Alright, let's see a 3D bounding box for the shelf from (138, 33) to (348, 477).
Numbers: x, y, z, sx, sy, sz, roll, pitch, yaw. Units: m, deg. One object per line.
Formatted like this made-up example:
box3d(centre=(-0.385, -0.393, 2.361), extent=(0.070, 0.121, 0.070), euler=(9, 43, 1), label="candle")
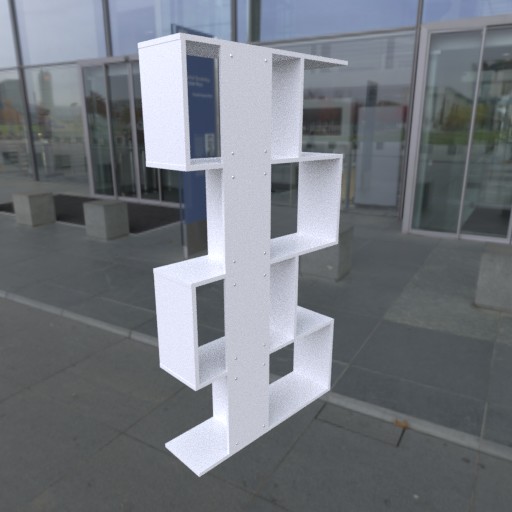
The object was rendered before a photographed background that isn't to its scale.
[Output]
box3d(centre=(0.000, 0.000, 1.963), extent=(0.890, 1.650, 0.250), euler=(-16, 22, -42), label="shelf")
